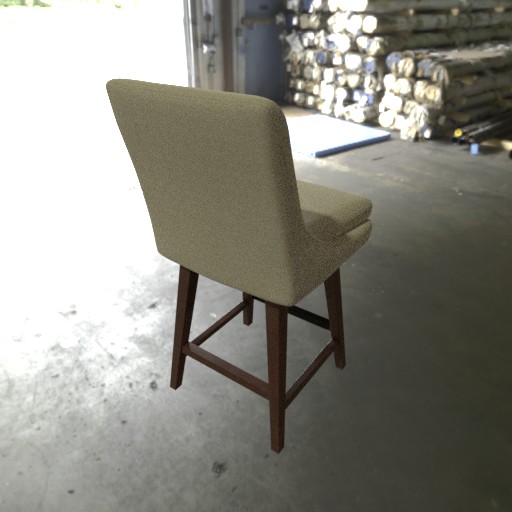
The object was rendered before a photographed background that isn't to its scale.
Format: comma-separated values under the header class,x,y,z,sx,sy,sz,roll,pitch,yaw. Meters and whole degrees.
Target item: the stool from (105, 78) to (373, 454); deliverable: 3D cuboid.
class,x,y,z,sx,sy,sz,roll,pitch,yaw
stool,0.000,0.000,1.276,0.483,0.991,0.559,20,36,30
